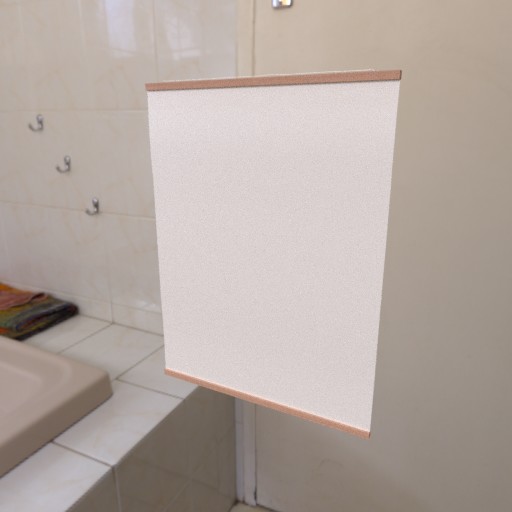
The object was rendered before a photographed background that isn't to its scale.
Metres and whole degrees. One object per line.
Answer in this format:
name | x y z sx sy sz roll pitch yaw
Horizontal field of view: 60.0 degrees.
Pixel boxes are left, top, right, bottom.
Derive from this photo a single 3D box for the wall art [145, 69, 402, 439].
wall art | 0.000 0.000 1.335 0.758 1.013 0.020 9 19 27
